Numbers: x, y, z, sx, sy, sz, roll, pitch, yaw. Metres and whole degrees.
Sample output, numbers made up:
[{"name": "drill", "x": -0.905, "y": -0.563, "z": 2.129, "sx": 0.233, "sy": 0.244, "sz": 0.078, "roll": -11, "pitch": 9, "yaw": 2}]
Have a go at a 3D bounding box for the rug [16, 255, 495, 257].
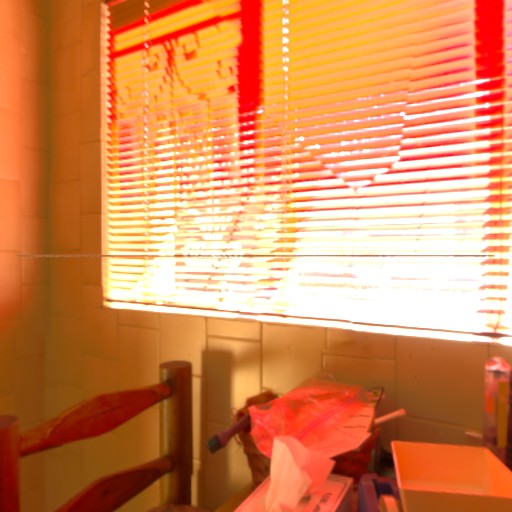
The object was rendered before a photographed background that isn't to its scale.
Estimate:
[{"name": "rug", "x": 0.000, "y": 0.000, "z": 2.296, "sx": 1.828, "sy": 0.007, "sz": 1.220, "roll": 0, "pitch": 0, "yaw": 1}]
